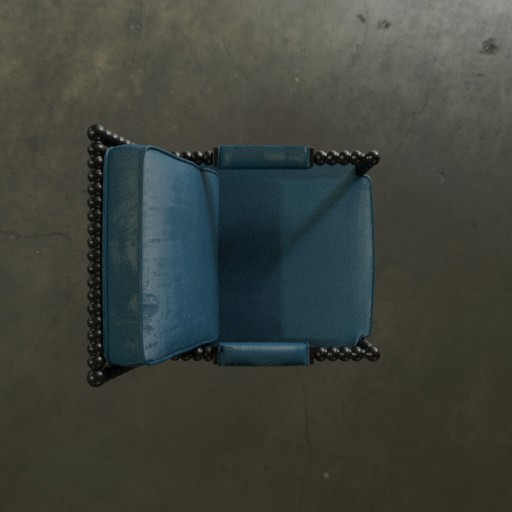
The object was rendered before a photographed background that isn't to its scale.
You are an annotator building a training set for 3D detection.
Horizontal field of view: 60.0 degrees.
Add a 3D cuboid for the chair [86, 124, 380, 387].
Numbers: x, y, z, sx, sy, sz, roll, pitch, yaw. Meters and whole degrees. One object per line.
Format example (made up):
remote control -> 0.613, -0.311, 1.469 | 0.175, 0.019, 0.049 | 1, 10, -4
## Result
chair -> 0.000, 0.000, 1.468 | 0.805, 0.857, 0.688 | 0, 90, 1
